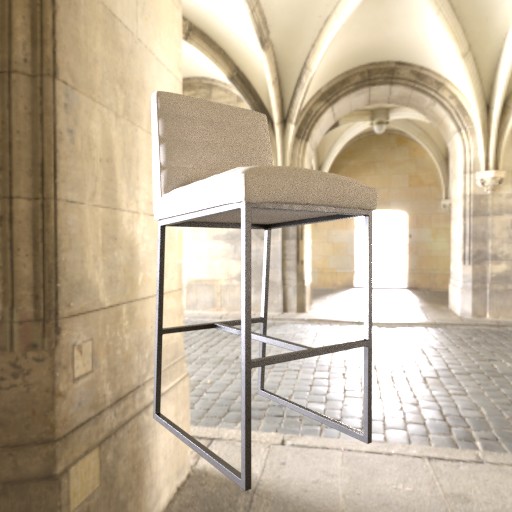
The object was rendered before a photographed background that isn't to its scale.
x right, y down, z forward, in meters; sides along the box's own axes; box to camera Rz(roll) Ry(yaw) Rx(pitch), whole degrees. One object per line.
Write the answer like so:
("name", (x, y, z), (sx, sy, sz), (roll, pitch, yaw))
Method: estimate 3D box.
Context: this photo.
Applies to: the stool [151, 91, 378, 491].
("stool", (0.000, 0.000, 1.344), (0.464, 1.061, 0.573), (-1, 1, -36))
